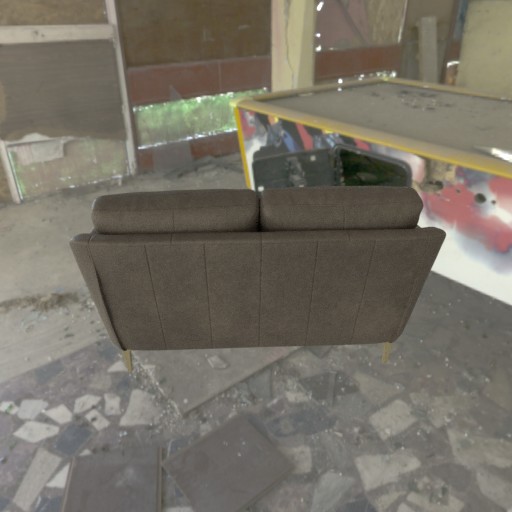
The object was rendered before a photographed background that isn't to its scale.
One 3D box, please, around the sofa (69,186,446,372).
[{"bbox_3d":[0.000,0.000,2.222,1.619,0.902,0.960,-1,30,-2],"label":"sofa"}]
